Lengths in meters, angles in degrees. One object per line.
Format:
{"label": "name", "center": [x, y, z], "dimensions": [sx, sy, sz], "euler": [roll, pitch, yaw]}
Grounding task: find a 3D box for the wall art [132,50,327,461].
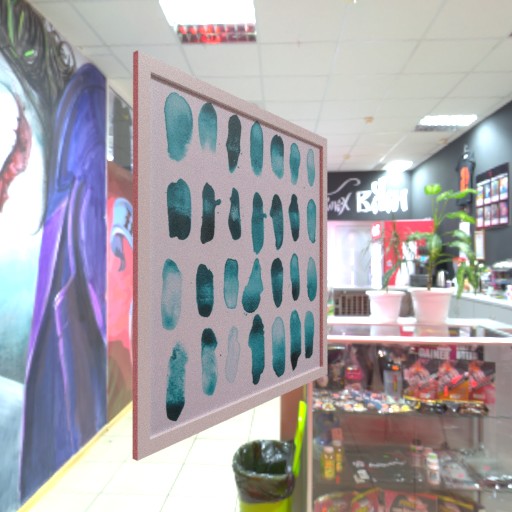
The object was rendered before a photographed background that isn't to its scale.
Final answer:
{"label": "wall art", "center": [0.000, 0.000, 0.679], "dimensions": [0.009, 0.457, 0.456], "euler": [0, 0, 36]}
